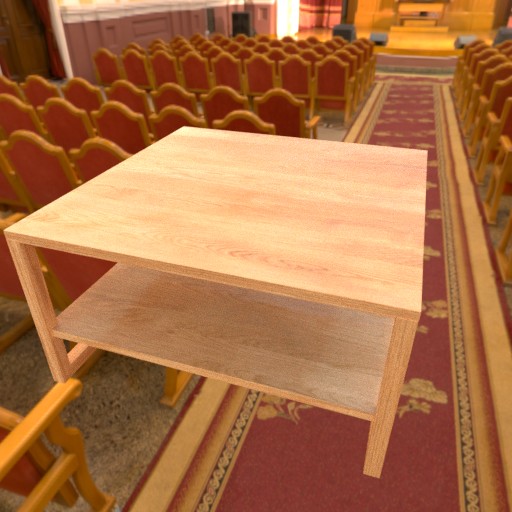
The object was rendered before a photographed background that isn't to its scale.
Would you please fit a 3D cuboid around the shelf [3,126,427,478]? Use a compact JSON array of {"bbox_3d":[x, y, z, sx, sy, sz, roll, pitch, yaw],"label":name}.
[{"bbox_3d":[0.000,0.000,1.363,0.899,0.480,0.899,10,33,16],"label":"shelf"}]
